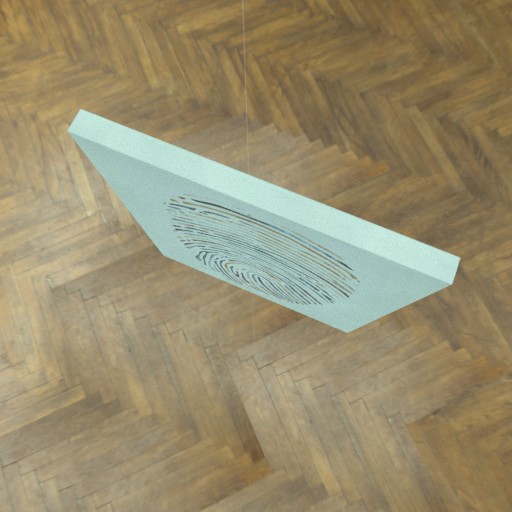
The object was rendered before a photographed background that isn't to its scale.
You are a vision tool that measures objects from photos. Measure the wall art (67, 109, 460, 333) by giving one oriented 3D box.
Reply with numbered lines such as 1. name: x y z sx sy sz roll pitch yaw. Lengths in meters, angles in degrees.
1. wall art: 0.000 0.000 0.835 0.508 0.606 0.037 22 76 6
